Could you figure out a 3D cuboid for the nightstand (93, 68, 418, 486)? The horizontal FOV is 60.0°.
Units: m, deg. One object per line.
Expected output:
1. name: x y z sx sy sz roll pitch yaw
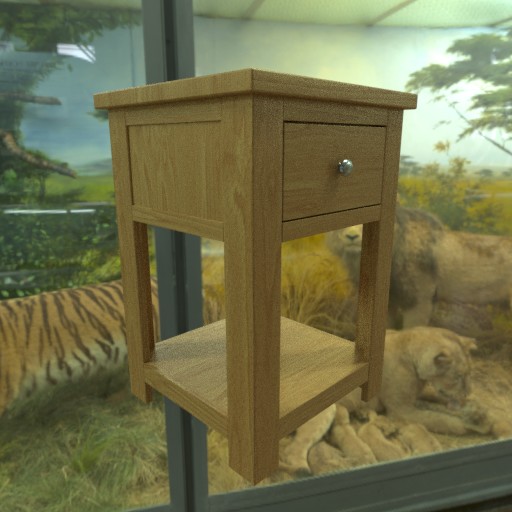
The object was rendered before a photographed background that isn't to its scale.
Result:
1. nightstand: 0.000 0.000 0.889 0.428 0.614 0.418 -14 20 -43
